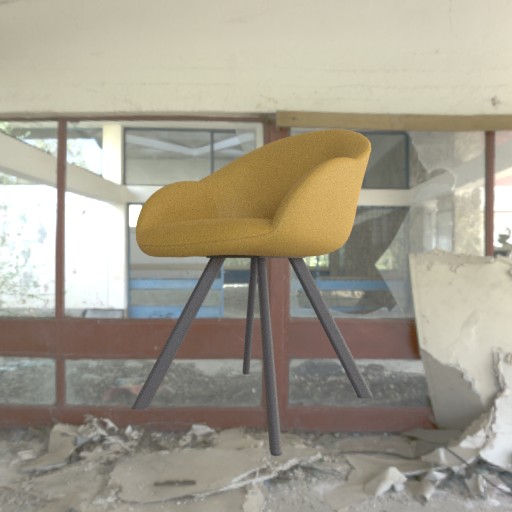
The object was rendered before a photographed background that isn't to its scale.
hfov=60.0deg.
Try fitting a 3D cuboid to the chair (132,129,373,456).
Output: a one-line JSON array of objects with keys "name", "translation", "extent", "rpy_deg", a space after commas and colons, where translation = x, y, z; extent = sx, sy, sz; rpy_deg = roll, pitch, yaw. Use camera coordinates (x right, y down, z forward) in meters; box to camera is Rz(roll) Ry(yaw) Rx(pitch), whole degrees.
[{"name": "chair", "translation": [0.000, 0.000, 1.201], "extent": [0.551, 0.793, 0.583], "rpy_deg": [0, 0, 37]}]
